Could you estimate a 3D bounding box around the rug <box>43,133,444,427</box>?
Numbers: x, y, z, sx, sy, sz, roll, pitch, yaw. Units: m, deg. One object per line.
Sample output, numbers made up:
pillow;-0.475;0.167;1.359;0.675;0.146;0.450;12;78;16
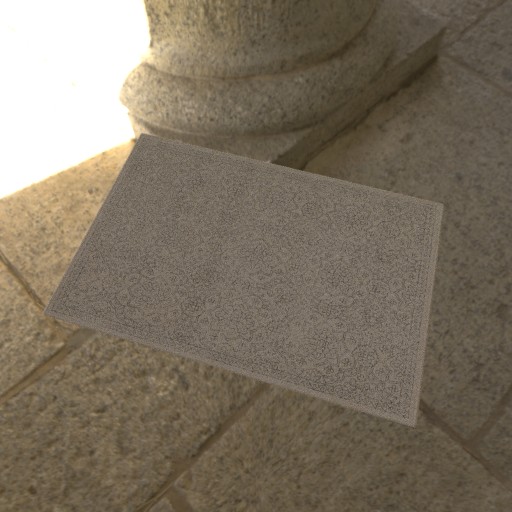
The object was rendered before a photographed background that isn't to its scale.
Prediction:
rug;0.000;0.000;2.905;2.286;0.011;1.524;15;64;8
